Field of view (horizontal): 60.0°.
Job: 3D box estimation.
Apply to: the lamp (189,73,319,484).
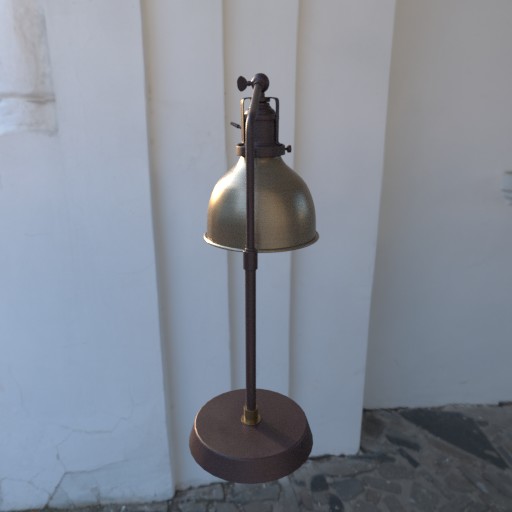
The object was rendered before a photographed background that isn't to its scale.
[{"bbox_3d":[0.000,0.000,0.595,0.175,0.469,0.298,3,16,9],"label":"lamp"}]
